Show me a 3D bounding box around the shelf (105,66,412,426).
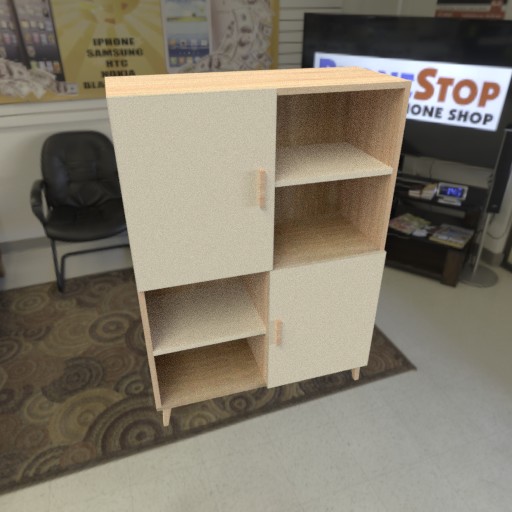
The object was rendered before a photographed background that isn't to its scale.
[{"bbox_3d":[0.000,0.000,1.876,0.995,1.405,0.434,-9,31,-15],"label":"shelf"}]
